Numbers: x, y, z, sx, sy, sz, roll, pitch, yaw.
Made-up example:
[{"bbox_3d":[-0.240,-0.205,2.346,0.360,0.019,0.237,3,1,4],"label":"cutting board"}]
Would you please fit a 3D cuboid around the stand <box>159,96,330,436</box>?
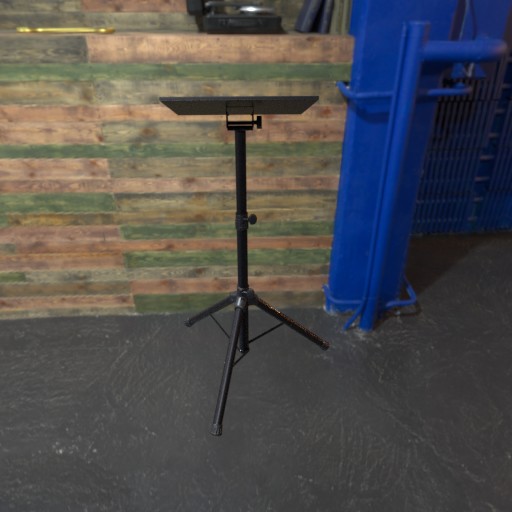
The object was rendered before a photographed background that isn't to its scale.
[{"bbox_3d":[0.000,0.000,1.673,0.702,1.198,0.702,-1,31,-2],"label":"stand"}]
